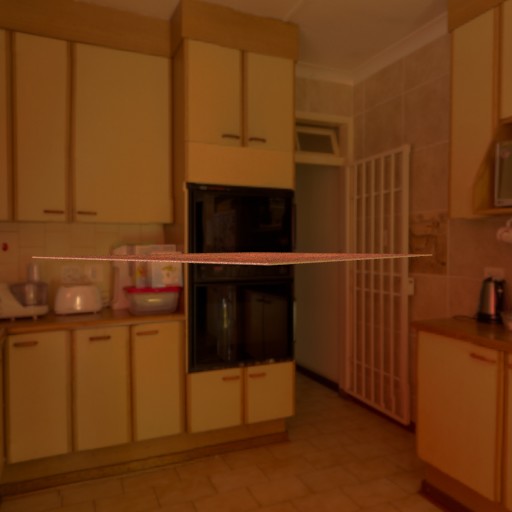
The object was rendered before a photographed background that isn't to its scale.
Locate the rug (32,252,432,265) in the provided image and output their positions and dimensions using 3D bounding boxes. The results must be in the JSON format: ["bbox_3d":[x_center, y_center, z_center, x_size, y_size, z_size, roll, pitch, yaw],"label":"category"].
[{"bbox_3d":[0.000,0.000,4.226,2.434,0.013,3.057,1,2,37],"label":"rug"}]
